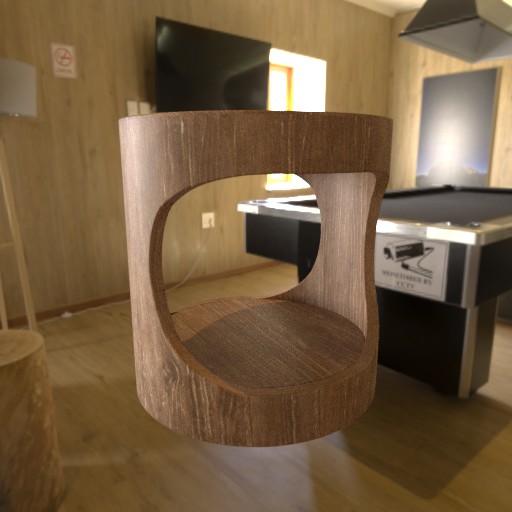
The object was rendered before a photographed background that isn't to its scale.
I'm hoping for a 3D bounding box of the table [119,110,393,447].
[{"bbox_3d":[0.000,0.000,0.951,0.527,0.551,0.527,0,13,0],"label":"table"}]
